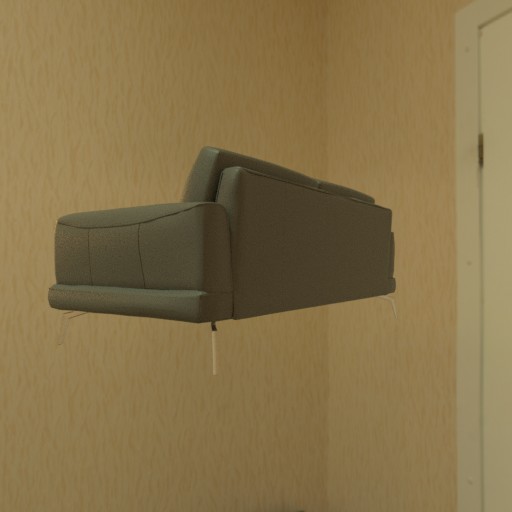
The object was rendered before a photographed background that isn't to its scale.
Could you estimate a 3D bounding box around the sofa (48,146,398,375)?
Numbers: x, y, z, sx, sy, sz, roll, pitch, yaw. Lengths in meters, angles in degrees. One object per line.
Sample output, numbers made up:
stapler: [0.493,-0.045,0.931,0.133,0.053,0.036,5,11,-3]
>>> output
sofa: [0.000,0.000,2.778,1.121,0.930,2.177,-1,-1,36]
